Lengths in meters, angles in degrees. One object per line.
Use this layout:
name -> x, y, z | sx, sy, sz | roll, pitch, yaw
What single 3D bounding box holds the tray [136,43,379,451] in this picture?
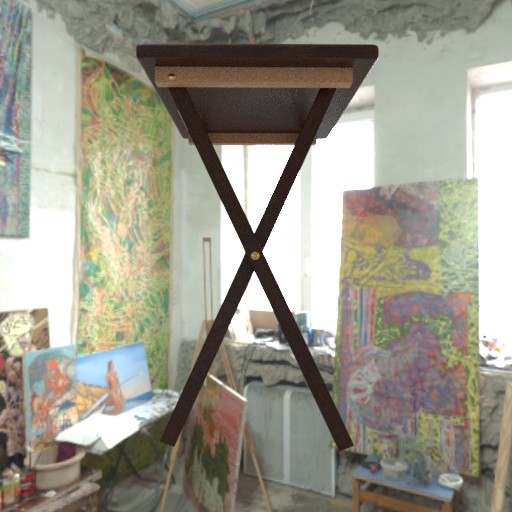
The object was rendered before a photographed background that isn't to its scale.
tray -> 0.000, 0.000, 0.928 | 0.381, 0.660, 0.483 | 0, 0, -1
